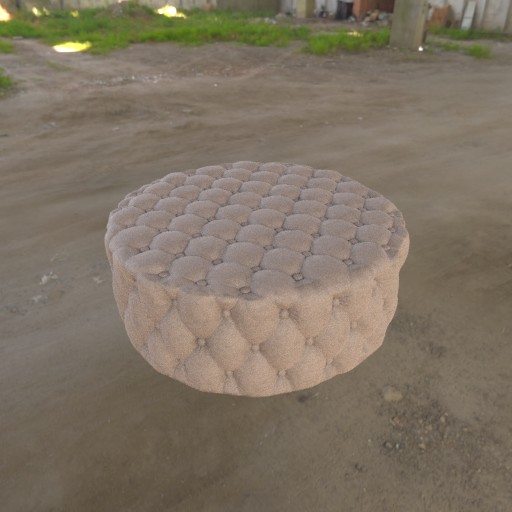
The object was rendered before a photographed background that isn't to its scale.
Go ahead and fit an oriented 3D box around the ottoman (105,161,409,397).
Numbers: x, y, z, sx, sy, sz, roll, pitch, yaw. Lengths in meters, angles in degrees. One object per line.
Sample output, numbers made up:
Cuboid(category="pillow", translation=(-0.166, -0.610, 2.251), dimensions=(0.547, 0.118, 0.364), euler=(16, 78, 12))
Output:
Cuboid(category="ottoman", translation=(0.000, 0.000, 1.571), dimensions=(0.998, 0.399, 0.998), euler=(0, 31, 0))
